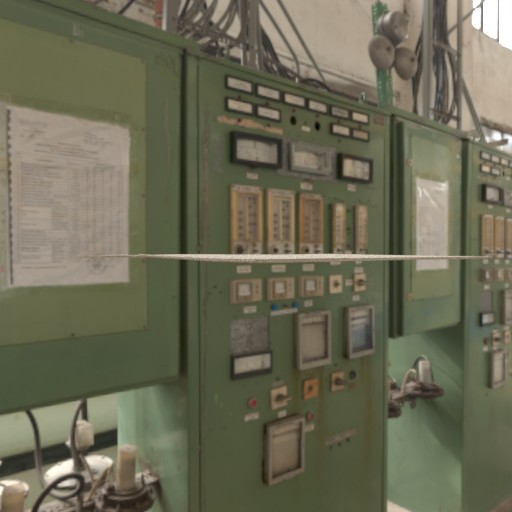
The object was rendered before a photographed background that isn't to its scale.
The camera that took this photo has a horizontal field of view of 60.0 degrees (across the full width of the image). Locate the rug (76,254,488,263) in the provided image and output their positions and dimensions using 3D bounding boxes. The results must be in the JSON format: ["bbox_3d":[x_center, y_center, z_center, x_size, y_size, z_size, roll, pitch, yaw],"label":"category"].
[{"bbox_3d":[0.000,0.000,4.774,2.757,0.051,3.626,0,1,-37],"label":"rug"}]
